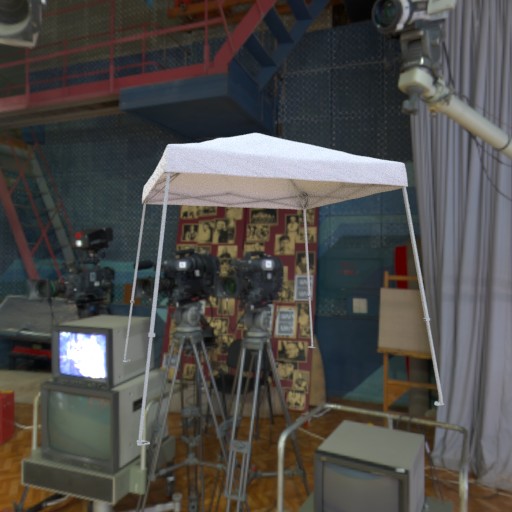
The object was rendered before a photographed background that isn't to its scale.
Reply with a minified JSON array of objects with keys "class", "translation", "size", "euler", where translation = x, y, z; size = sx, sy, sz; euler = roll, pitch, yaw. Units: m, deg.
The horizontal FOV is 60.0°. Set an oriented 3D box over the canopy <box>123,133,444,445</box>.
[{"class":"canopy","translation":[0.000,0.000,5.141],"size":[2.849,2.850,2.850],"euler":[0,0,-19]}]
